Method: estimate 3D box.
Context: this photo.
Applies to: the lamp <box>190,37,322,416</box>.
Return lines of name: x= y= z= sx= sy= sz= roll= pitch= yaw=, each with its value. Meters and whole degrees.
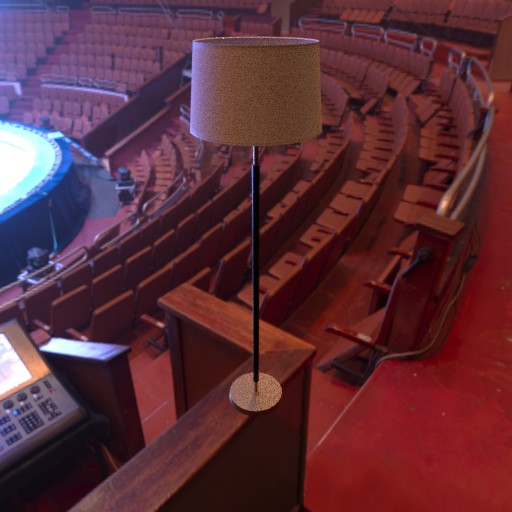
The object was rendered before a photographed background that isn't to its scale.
lamp: x=0.000 y=0.000 z=1.652 sx=0.420 sy=1.447 sz=0.420 roll=0 pitch=29 yaw=0
